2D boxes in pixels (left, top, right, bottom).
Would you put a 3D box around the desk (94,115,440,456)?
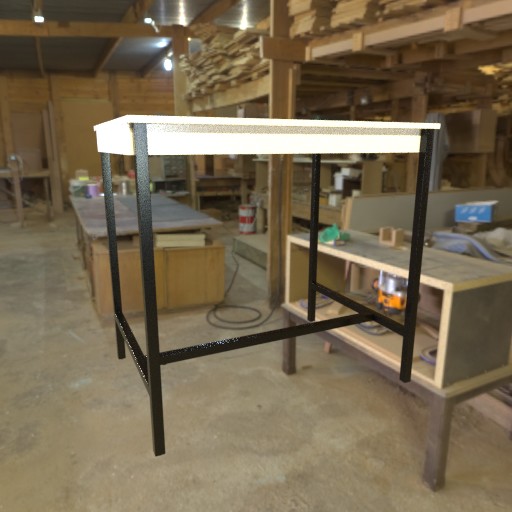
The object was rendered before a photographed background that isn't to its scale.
[{"bbox_3d":[0.000,0.000,1.350,0.811,0.766,0.573,-7,16,-25],"label":"desk"}]
